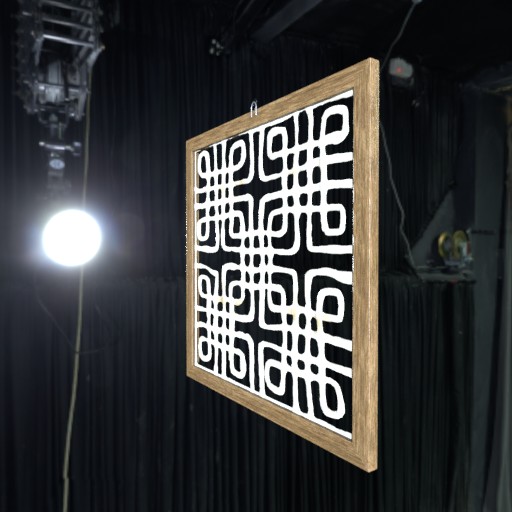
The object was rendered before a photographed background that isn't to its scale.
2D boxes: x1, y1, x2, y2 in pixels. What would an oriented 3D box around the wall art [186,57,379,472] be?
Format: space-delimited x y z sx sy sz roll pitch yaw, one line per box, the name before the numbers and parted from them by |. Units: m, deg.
wall art | 0.000 0.000 0.832 0.021 0.582 0.561 -1 1 -35
